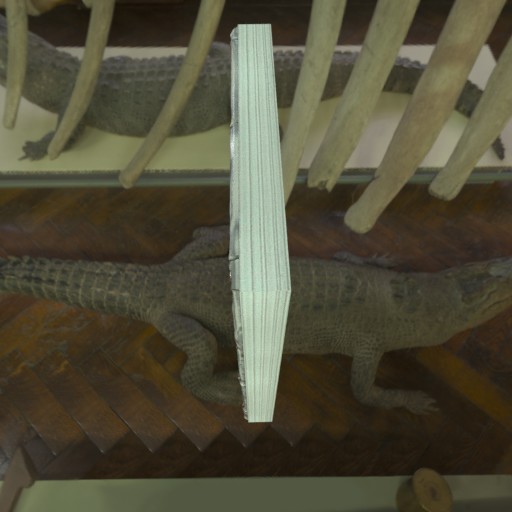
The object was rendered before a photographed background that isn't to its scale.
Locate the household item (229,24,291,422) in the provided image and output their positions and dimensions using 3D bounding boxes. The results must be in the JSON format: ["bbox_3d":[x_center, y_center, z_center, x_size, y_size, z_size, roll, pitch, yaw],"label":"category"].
[{"bbox_3d":[0.000,0.000,0.291,0.025,0.216,0.165,-1,58,-1],"label":"household item"}]
